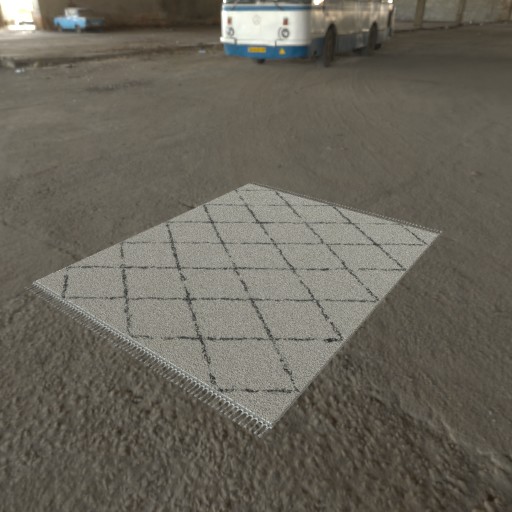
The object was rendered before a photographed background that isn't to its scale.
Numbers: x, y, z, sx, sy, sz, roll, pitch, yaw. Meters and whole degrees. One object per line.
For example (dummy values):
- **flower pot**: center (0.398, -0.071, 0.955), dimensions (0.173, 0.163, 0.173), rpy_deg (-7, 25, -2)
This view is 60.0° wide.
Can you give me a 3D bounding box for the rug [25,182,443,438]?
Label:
- **rug**: center (0.000, 0.000, 3.994), dimensions (2.380, 0.013, 3.051), rpy_deg (20, 35, 32)
